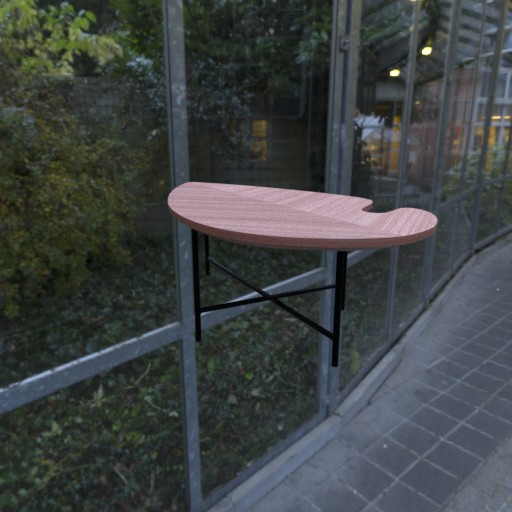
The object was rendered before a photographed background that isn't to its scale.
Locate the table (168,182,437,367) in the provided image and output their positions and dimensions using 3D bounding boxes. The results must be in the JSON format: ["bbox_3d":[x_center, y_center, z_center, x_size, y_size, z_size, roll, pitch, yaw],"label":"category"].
[{"bbox_3d":[0.000,0.000,1.396,0.598,0.360,1.199,-8,17,-27],"label":"table"}]
